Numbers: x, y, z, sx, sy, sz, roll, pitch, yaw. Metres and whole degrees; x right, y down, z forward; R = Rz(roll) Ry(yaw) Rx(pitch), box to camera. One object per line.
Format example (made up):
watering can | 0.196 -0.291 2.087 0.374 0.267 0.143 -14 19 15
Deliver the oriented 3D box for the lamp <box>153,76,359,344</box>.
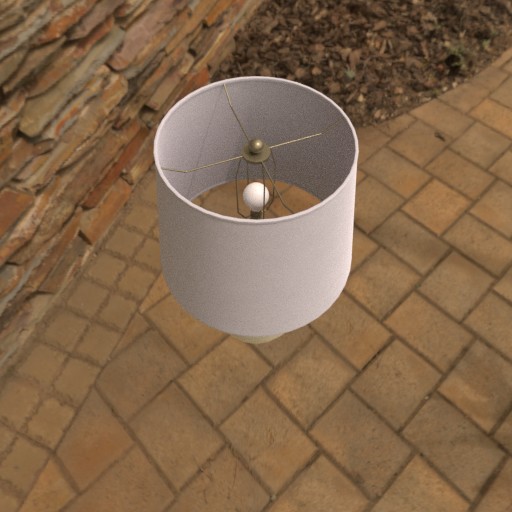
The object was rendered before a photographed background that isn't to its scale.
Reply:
lamp | 0.000 0.000 0.577 0.239 0.399 0.239 0 58 0
